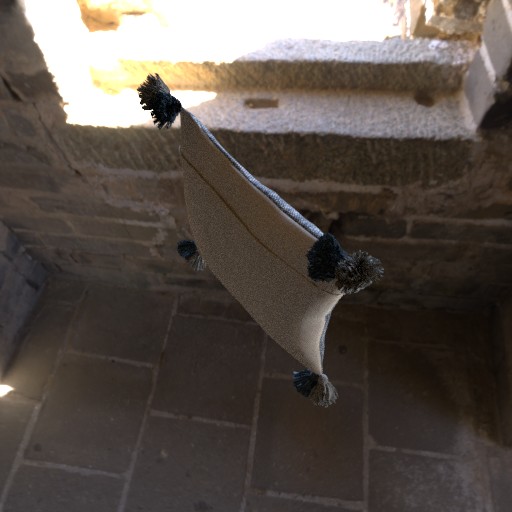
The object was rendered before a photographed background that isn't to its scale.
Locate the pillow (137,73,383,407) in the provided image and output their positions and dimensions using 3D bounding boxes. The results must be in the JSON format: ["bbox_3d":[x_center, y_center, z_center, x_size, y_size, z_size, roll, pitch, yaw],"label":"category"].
[{"bbox_3d":[0.000,0.000,0.943,0.138,0.634,0.614,-34,64,-20],"label":"pillow"}]
